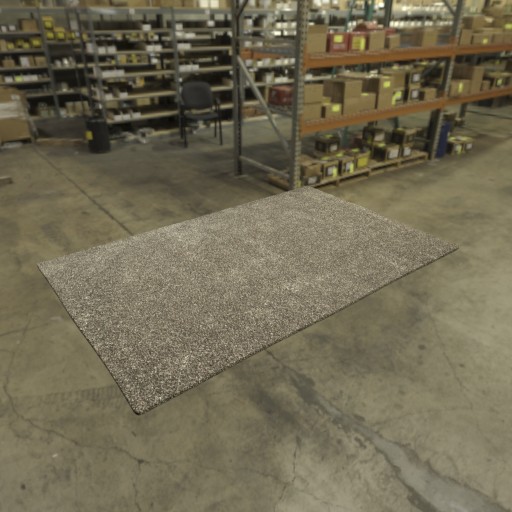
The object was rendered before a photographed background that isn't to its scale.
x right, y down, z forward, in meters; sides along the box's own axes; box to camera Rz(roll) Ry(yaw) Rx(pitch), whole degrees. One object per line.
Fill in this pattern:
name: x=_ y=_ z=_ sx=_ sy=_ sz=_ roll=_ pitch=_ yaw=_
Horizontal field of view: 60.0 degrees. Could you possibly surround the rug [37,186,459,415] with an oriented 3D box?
rug: x=0.000 y=0.000 z=2.904 sx=2.350 sy=0.025 sz=1.502 roll=-20 pitch=35 yaw=-32
